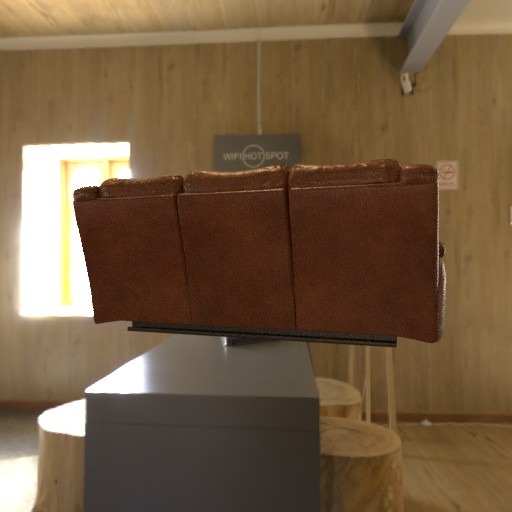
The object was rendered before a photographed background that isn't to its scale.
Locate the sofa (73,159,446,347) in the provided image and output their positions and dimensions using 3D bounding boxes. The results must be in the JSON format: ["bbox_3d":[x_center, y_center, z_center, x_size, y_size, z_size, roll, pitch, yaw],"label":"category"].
[{"bbox_3d":[0.000,0.000,2.976,2.337,1.043,0.991,0,0,19],"label":"sofa"}]
